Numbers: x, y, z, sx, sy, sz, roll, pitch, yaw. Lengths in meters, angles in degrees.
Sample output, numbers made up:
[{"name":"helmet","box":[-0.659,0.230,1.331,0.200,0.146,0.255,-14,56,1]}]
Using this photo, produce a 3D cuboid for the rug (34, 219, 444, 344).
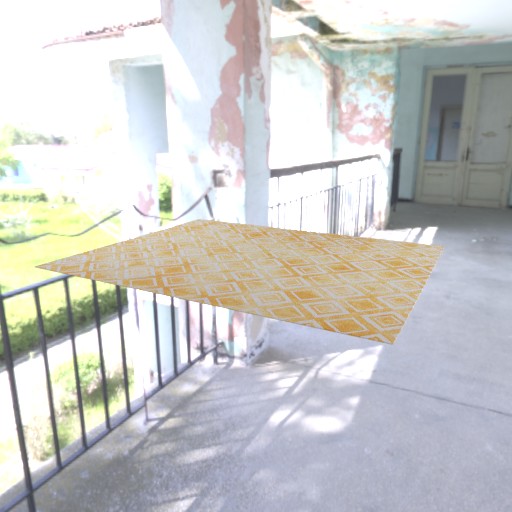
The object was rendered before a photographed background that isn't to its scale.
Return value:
[{"name":"rug","box":[0.000,0.000,4.159,3.037,0.011,2.433,8,18,27]}]
